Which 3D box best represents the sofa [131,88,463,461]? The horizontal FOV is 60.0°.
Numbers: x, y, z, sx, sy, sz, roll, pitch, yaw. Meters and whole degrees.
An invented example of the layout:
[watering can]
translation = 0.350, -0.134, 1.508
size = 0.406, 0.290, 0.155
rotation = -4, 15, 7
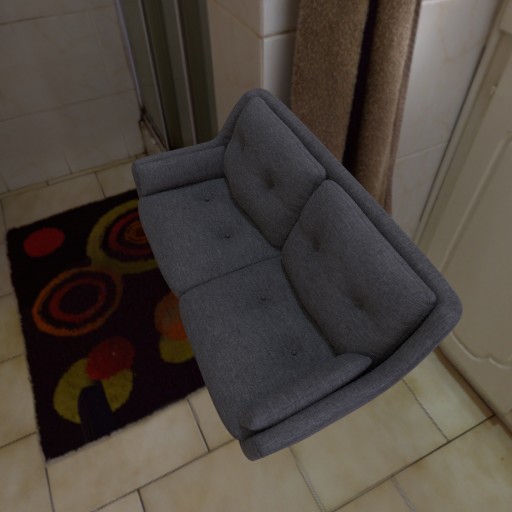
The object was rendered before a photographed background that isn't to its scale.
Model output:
[sofa]
translation = 0.000, 0.000, 2.373
size = 0.975, 0.896, 1.929
rotation = -19, 52, -16
